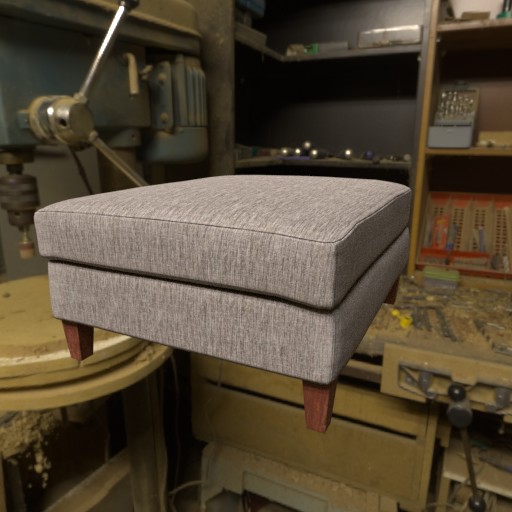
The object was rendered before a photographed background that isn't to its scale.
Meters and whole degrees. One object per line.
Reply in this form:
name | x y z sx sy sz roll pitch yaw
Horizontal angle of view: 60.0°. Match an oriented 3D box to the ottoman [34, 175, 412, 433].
ottoman | 0.000 0.000 1.442 0.839 0.492 0.994 7 17 25
